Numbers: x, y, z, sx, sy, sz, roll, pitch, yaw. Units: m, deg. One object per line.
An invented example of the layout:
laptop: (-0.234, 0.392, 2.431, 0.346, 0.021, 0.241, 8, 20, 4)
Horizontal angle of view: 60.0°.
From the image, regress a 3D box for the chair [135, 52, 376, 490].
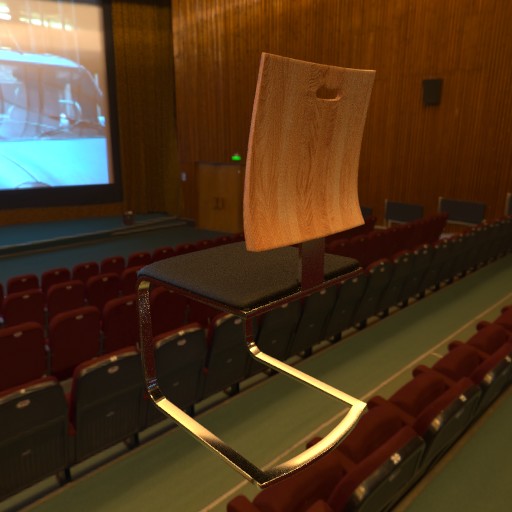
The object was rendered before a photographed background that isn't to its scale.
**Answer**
chair: (0.000, 0.000, 1.208, 0.462, 0.936, 0.560, -15, 22, -42)
